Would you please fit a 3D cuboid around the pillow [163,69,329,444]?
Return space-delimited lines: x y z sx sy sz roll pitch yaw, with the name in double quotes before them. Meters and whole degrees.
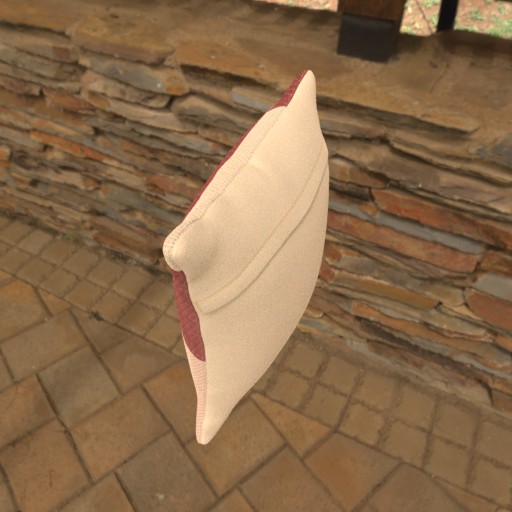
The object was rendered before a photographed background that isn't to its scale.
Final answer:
"pillow" 0.000 0.000 0.814 0.229 0.506 0.536 16 48 15
